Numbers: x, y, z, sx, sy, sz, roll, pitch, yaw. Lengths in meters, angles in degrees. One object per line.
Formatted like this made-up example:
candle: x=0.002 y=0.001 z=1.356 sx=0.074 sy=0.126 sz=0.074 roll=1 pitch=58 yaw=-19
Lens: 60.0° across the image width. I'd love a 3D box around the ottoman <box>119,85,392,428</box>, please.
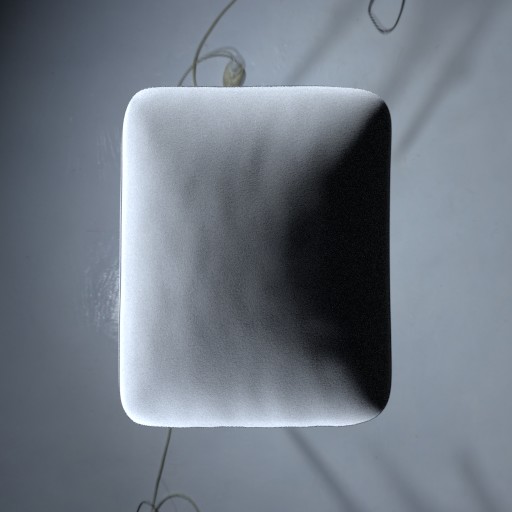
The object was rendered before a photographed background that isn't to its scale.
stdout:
ottoman: x=0.000 y=0.000 z=1.128 sx=0.593 sy=0.478 sz=0.747 roll=0 pitch=89 yaw=0
